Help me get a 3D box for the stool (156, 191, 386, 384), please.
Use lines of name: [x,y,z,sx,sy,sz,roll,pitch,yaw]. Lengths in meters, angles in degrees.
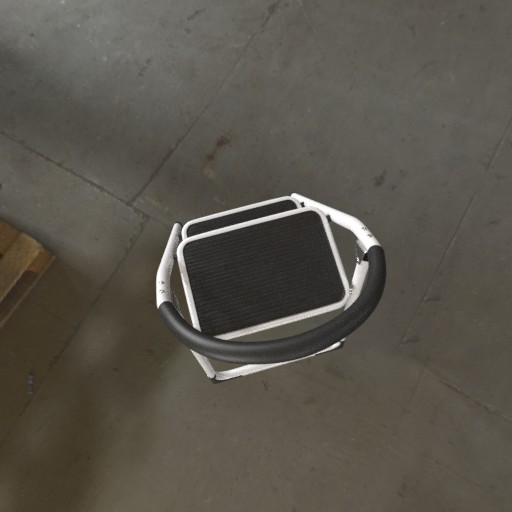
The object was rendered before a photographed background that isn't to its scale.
stool: [0.000,0.000,1.126,0.453,0.760,0.559,-15,76,-4]
